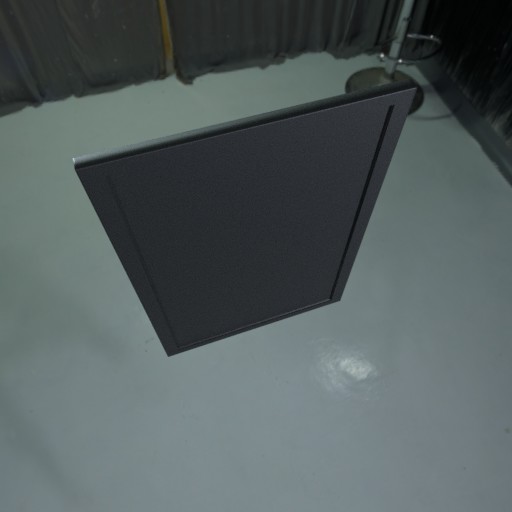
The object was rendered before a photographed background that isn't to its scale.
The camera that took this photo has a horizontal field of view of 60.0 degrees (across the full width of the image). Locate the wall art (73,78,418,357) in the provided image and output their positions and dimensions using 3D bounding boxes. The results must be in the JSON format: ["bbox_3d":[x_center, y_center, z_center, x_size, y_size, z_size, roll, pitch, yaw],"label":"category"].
[{"bbox_3d":[0.000,0.000,0.557,0.303,0.431,0.013,-17,59,-10],"label":"wall art"}]
